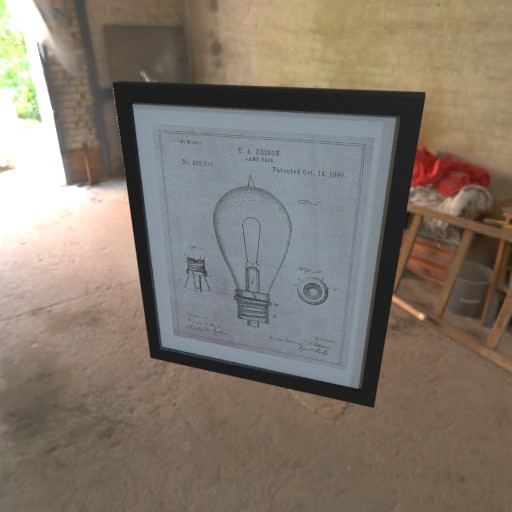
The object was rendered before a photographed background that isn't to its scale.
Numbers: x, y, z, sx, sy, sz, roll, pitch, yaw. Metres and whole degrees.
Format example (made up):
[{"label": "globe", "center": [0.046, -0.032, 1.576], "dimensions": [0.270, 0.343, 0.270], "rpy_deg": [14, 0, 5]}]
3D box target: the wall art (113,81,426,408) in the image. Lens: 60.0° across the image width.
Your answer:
[{"label": "wall art", "center": [0.000, 0.000, 0.709], "dimensions": [0.430, 0.509, 0.021], "rpy_deg": [8, 28, 16]}]
